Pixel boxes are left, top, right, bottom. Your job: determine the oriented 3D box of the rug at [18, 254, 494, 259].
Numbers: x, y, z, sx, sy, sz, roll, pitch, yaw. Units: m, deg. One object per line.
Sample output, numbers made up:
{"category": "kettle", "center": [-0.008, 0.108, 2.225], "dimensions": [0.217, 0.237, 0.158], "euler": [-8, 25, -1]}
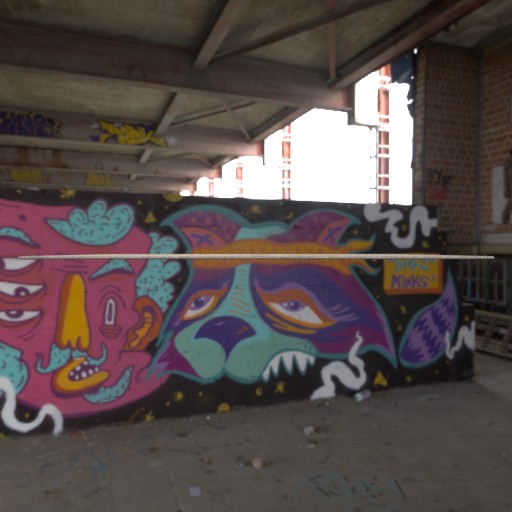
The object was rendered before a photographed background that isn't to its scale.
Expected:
{"category": "rug", "center": [0.000, 0.000, 3.024], "dimensions": [2.438, 0.015, 1.524], "euler": [0, 1, 0]}
